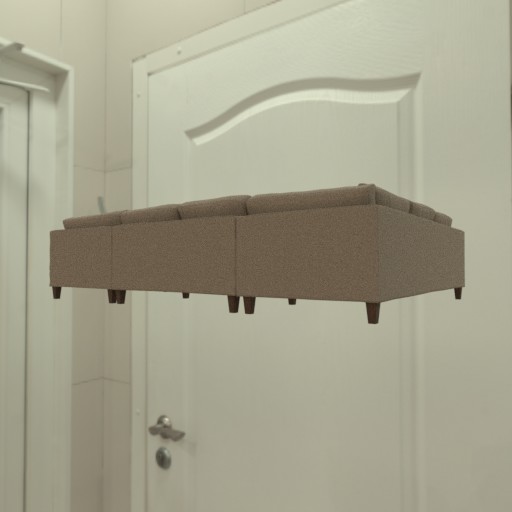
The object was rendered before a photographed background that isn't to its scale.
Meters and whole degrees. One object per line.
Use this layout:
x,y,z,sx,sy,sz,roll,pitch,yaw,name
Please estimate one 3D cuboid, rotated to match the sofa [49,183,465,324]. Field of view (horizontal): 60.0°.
0.000,0.000,4.464,3.438,0.865,2.424,-1,-2,36,sofa
